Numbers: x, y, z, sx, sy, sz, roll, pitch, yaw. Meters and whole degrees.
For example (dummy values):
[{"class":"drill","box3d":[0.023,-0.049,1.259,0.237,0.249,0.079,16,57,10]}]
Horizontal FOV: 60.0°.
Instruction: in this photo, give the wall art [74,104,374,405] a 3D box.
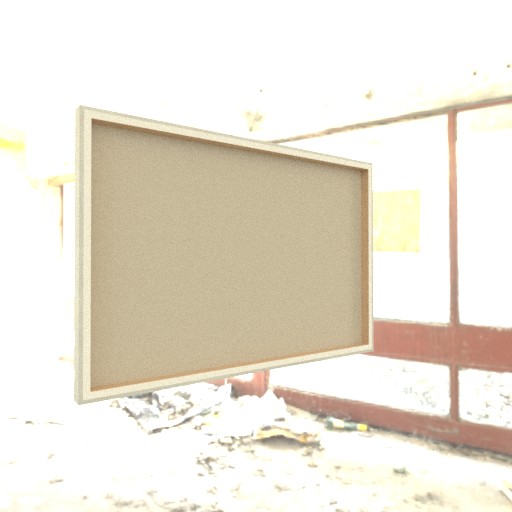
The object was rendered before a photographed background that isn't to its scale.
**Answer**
[{"class":"wall art","box3d":[0.000,0.000,1.183,0.915,0.610,0.038,0,-1,-36]}]
